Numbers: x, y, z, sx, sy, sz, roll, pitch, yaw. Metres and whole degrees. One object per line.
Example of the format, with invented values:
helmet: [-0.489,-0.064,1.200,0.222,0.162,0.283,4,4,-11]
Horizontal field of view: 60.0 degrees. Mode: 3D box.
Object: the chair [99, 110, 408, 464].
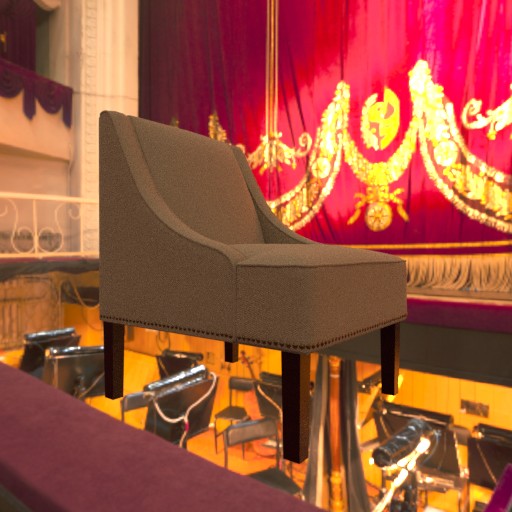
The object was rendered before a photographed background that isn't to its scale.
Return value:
chair: [0.000,0.000,1.361,0.748,0.872,0.628,1,1,38]
